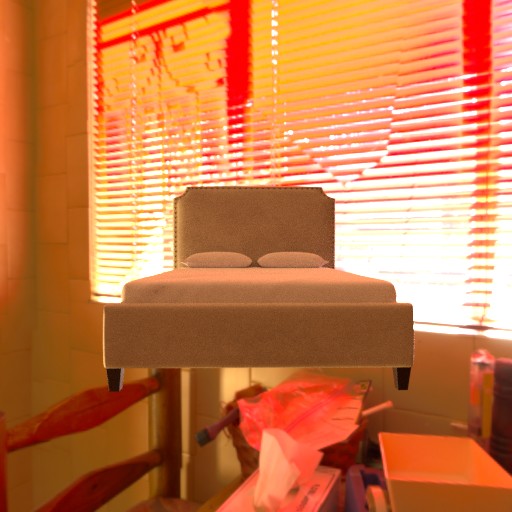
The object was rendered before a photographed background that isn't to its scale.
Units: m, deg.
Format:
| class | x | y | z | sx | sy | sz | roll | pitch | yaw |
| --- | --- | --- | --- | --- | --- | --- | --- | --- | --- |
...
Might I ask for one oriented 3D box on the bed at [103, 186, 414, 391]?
| class | x | y | z | sx | sy | sz | roll | pitch | yaw |
| --- | --- | --- | --- | --- | --- | --- | --- | --- | --- |
| bed | 0.000 | 0.000 | 3.552 | 1.712 | 1.443 | 2.372 | 0 | 1 | -1 |
